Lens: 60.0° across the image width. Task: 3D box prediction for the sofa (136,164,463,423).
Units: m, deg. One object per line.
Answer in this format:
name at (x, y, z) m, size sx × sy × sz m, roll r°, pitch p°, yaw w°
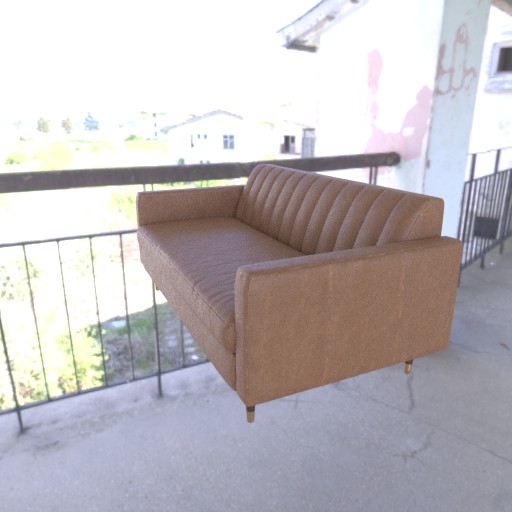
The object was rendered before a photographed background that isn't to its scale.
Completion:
sofa at (0.000, 0.000, 2.419) m, size 0.993 × 0.821 × 1.847 m, roll -8°, pitch 19°, yaw -24°
